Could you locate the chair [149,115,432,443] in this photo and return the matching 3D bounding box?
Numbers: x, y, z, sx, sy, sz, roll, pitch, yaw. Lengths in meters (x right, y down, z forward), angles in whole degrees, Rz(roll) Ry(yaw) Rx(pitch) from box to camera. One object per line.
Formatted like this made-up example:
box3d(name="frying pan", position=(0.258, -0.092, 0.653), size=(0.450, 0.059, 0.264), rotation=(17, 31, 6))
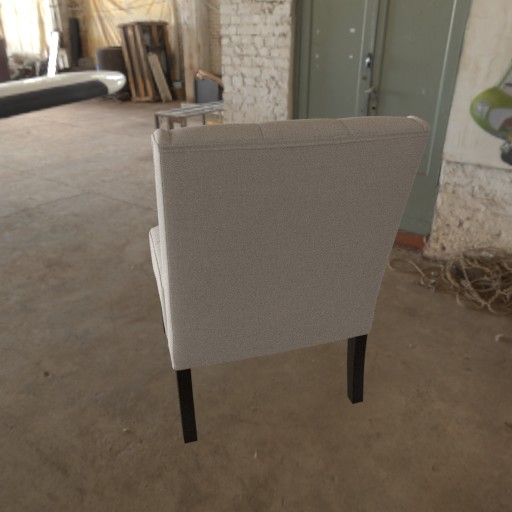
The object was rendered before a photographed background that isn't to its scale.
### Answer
box3d(name="chair", position=(0.000, 0.000, 1.288), size=(0.569, 0.853, 0.676), rotation=(-8, 27, -15))
